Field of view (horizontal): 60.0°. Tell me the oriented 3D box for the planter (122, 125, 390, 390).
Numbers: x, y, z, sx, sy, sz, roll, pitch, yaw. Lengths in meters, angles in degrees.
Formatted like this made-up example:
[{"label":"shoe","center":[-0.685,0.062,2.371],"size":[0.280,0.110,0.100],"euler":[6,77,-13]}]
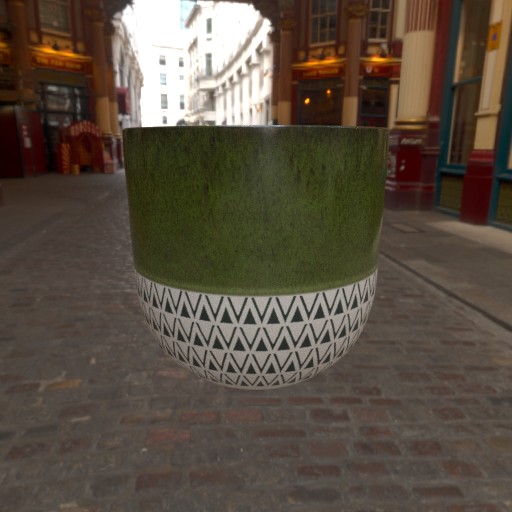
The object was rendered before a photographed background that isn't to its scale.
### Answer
[{"label":"planter","center":[0.000,0.000,0.491],"size":[0.266,0.270,0.266],"euler":[0,15,0]}]
